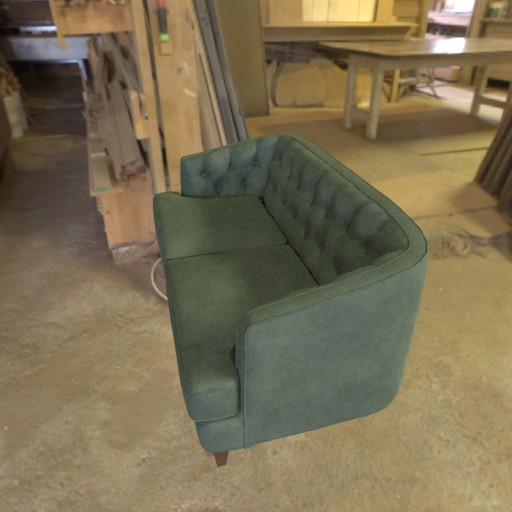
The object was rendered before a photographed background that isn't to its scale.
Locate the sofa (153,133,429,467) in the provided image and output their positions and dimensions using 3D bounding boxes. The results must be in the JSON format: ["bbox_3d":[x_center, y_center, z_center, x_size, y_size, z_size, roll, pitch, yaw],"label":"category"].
[{"bbox_3d":[0.000,0.000,2.243,0.941,0.855,1.733,-8,31,-13],"label":"sofa"}]
